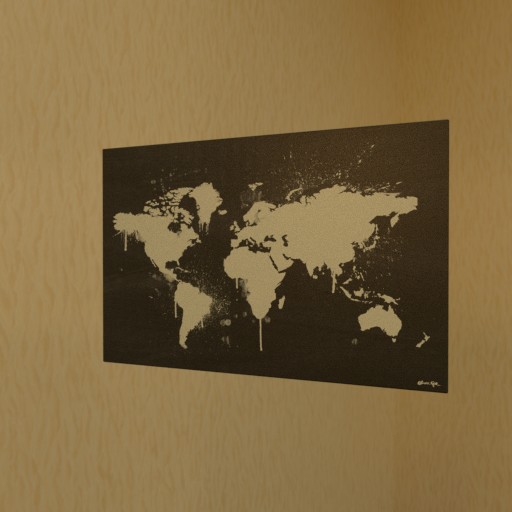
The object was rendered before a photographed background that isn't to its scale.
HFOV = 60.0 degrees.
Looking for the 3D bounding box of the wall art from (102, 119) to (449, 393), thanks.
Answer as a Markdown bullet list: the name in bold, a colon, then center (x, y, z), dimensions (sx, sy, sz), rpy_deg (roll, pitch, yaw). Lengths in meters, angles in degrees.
- **wall art**: center (0.000, 0.000, 1.142), dimensions (0.912, 0.612, 0.038), rpy_deg (0, 1, 18)
